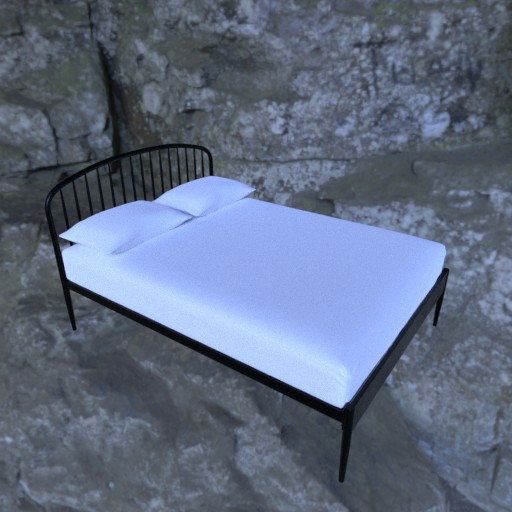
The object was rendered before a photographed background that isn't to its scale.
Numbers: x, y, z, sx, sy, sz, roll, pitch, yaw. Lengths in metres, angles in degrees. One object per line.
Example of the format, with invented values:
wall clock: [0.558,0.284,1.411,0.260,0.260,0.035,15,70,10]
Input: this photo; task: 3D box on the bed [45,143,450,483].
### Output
bed: [0.000,0.000,2.992,2.159,1.166,1.618,17,31,31]
